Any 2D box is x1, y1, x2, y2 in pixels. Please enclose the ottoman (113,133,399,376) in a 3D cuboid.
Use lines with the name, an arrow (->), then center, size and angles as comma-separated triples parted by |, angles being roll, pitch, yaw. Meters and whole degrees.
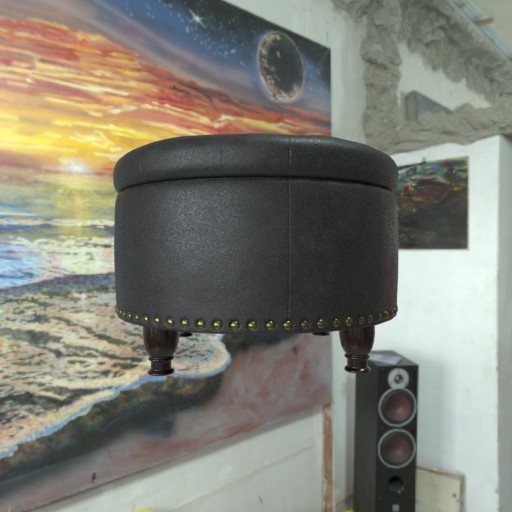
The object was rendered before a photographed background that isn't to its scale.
ottoman -> 0.000, 0.000, 1.041 | 0.637, 0.442, 0.637 | 0, 1, 0
